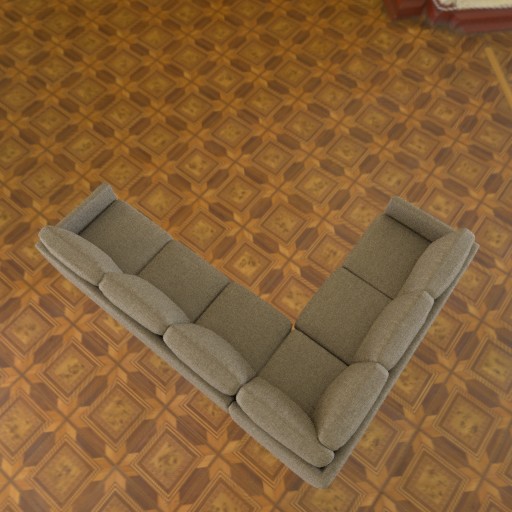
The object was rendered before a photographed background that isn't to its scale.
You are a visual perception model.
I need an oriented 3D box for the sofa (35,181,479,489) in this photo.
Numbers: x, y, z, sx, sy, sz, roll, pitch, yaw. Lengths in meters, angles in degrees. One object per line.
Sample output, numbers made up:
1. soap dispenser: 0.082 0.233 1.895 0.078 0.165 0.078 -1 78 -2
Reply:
1. sofa: 0.000 0.000 4.303 3.302 0.947 2.593 35 69 15
